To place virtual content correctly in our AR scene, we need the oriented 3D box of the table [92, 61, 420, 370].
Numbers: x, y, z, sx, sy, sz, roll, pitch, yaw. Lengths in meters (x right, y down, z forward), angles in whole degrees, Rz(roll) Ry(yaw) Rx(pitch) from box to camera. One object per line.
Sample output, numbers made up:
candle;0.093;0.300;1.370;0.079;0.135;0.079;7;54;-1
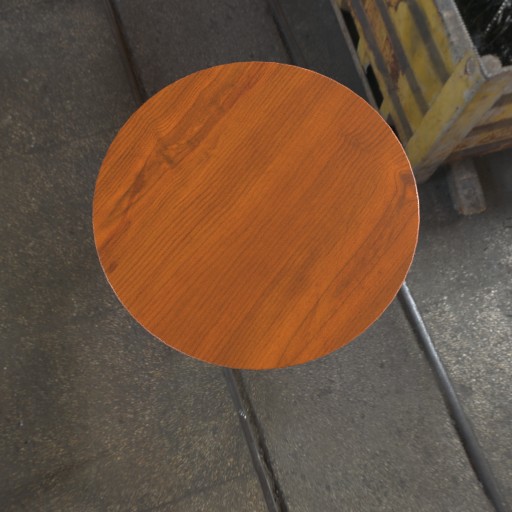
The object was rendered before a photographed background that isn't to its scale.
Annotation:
table;0.000;0.000;0.915;0.457;0.610;0.457;0;75;0
